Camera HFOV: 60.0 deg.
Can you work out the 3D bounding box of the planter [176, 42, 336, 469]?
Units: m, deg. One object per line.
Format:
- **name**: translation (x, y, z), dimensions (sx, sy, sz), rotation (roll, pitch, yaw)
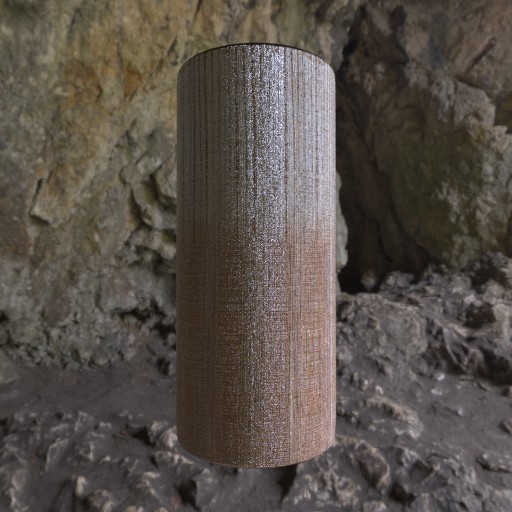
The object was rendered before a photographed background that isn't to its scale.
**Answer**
- **planter**: translation (0.000, 0.000, 0.283), dimensions (0.100, 0.227, 0.100), rotation (1, -1, -36)
